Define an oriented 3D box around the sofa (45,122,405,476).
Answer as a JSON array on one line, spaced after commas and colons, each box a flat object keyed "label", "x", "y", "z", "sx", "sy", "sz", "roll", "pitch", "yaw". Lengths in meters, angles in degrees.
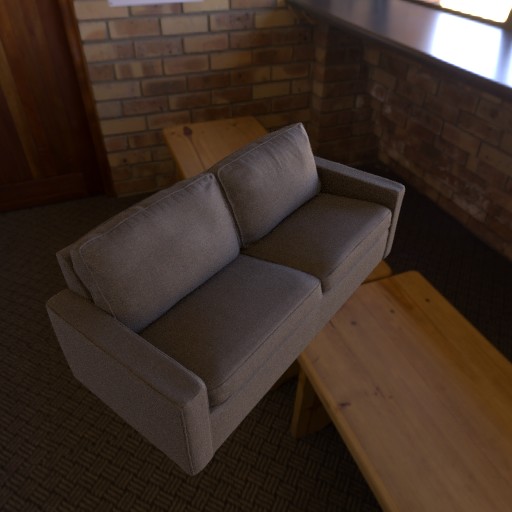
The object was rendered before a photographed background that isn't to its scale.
[{"label": "sofa", "x": 0.000, "y": 0.000, "z": 2.543, "sx": 0.940, "sy": 0.919, "sz": 2.080, "roll": 26, "pitch": 45, "yaw": 28}]
